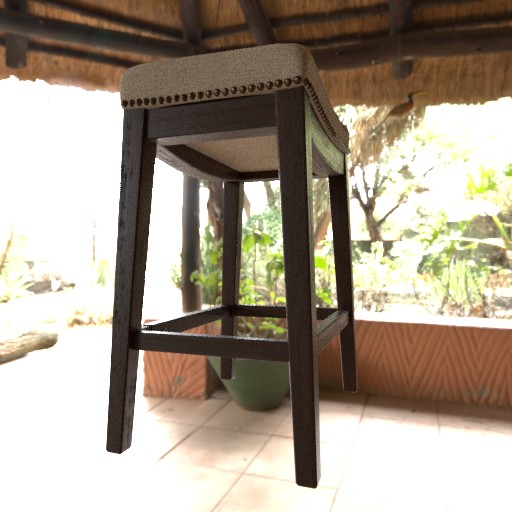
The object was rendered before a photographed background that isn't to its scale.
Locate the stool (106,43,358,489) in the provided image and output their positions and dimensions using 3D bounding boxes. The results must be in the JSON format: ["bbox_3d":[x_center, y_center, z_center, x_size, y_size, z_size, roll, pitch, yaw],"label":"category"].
[{"bbox_3d":[0.000,0.000,0.931,0.363,0.669,0.509,0,0,19],"label":"stool"}]
